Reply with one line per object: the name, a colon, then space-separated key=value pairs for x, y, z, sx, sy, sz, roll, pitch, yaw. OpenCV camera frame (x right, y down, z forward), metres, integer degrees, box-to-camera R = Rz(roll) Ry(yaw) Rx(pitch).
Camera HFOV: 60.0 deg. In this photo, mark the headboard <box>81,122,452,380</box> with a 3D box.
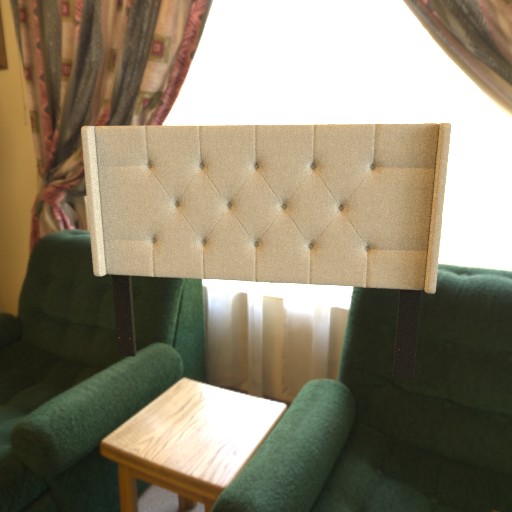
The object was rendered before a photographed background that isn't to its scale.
headboard: x=0.000 y=0.000 z=2.677 sx=2.051 sy=1.524 sz=0.184 roll=2 pitch=14 yaw=10
